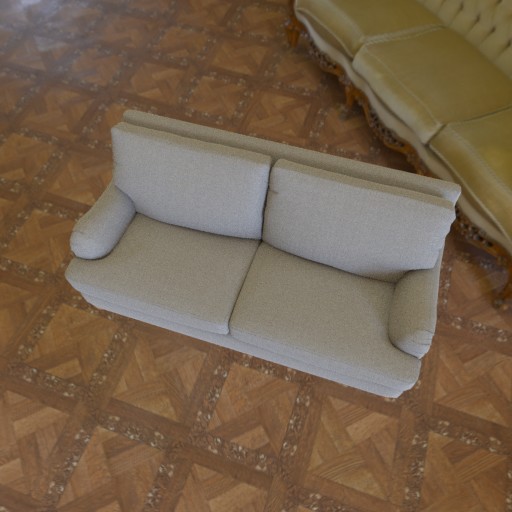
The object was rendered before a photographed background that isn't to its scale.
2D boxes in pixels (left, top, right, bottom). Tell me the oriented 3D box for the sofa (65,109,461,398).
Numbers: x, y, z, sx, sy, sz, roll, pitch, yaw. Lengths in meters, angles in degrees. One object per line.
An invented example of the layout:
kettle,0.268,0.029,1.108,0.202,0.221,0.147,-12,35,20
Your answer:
sofa,0.000,0.000,2.778,2.160,1.054,1.087,15,59,9
